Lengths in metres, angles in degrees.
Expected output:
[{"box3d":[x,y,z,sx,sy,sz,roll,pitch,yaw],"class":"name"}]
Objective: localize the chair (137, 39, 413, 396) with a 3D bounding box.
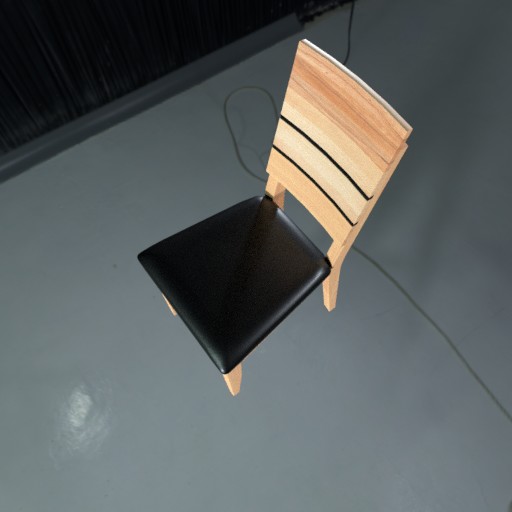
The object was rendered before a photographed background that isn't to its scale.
[{"box3d":[0.000,0.000,1.206,0.520,0.940,0.410,-35,69,-15],"class":"chair"}]
